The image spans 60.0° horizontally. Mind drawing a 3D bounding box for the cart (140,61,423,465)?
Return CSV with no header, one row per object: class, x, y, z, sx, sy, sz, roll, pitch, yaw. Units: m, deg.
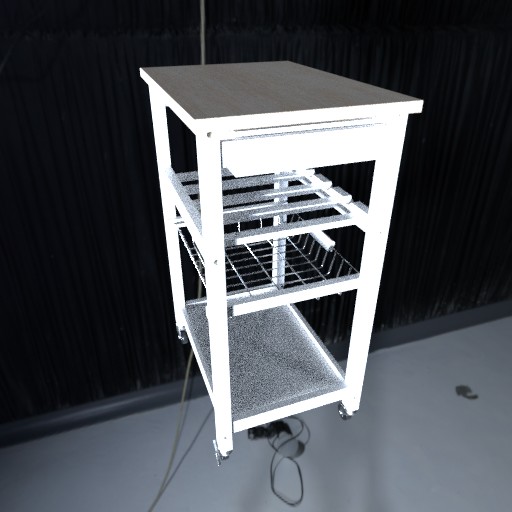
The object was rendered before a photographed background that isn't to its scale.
cart,0.000,0.000,1.154,0.406,0.857,0.578,-11,32,-17
